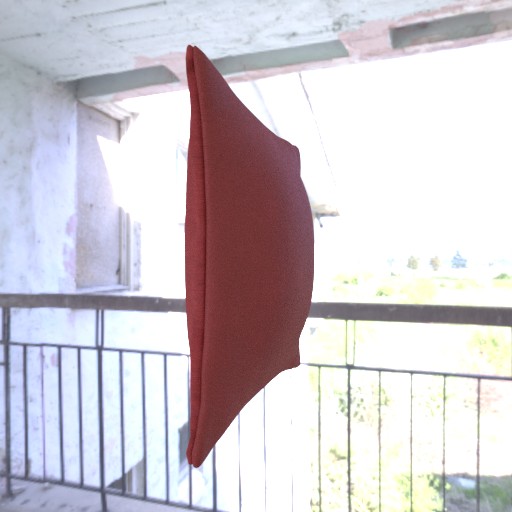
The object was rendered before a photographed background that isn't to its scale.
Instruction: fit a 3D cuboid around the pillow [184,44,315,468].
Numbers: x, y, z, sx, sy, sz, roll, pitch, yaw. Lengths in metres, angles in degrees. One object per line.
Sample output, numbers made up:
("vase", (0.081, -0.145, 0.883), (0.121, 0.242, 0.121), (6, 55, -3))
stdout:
("pillow", (0.000, 0.000, 0.637), (0.151, 0.416, 0.435), (0, 0, 19))
